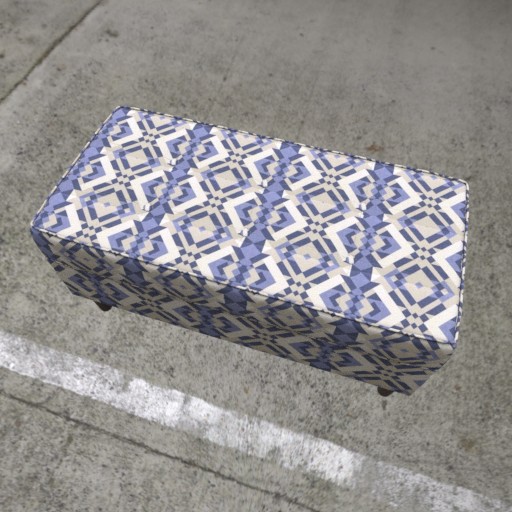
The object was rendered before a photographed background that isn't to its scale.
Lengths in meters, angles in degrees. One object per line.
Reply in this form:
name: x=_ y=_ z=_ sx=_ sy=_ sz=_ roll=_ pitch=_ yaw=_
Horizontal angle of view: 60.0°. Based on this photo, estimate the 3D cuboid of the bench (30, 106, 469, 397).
bench: x=0.000 y=0.000 z=1.278 sx=1.016 sy=0.477 sz=0.492 roll=15 pitch=58 yaw=9
